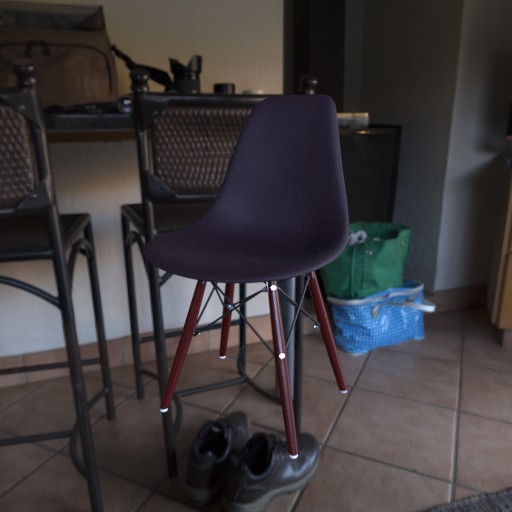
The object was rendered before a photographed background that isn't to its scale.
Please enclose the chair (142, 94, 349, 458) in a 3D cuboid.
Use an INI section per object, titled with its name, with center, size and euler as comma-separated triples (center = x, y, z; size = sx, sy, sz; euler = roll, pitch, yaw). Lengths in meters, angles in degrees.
[chair]
center = 0.000, 0.000, 1.152
size = 0.470, 0.826, 0.533
euler = 8, 17, 26
